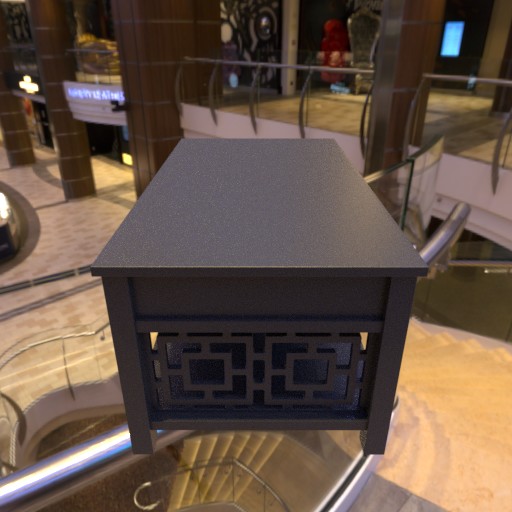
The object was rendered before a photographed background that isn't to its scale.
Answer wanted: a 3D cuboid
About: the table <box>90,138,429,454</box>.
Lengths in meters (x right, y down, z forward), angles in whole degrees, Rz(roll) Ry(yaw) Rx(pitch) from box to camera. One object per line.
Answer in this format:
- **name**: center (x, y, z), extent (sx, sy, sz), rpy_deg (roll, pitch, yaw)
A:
- **table**: center (0.000, 0.000, 1.369), extent (0.612, 0.493, 1.068), rpy_deg (0, 27, 0)
